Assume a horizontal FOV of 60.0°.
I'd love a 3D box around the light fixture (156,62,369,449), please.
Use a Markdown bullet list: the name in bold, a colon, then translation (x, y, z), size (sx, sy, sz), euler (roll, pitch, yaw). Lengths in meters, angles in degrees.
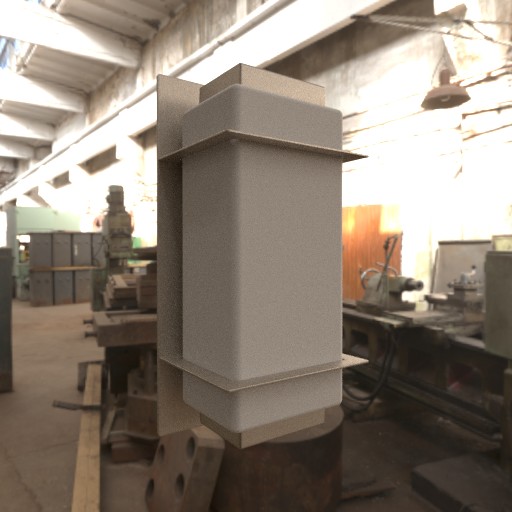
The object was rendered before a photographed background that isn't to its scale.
- **light fixture**: translation (0.000, 0.000, 0.464), size (0.168, 0.380, 0.160), euler (0, 1, -35)
